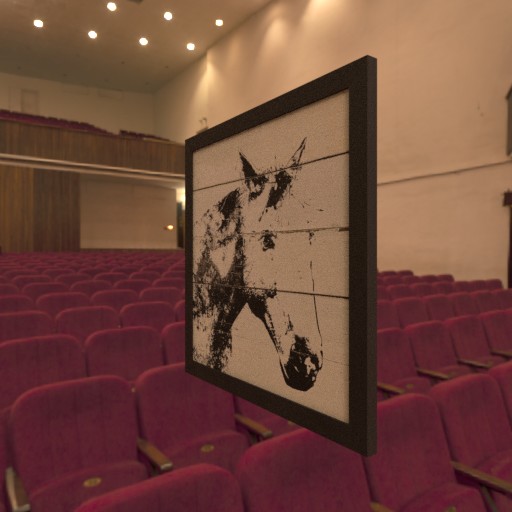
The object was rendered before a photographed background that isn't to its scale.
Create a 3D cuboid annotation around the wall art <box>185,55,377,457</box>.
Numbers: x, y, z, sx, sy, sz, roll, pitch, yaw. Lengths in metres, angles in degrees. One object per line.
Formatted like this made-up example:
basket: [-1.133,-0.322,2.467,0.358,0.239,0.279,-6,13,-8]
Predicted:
wall art: [0.000,0.000,1.541,0.038,1.016,1.016,0,0,-36]
